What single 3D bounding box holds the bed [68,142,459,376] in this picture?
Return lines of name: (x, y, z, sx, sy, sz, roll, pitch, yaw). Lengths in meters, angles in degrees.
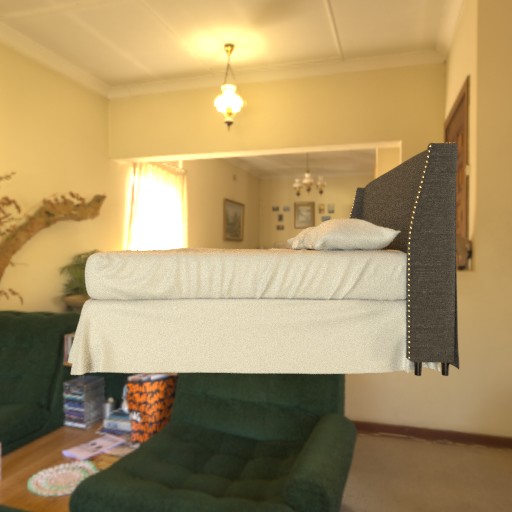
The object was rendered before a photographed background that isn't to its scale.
bed: (0.000, 0.000, 3.410, 2.276, 1.332, 1.925, 0, 1, 0)
